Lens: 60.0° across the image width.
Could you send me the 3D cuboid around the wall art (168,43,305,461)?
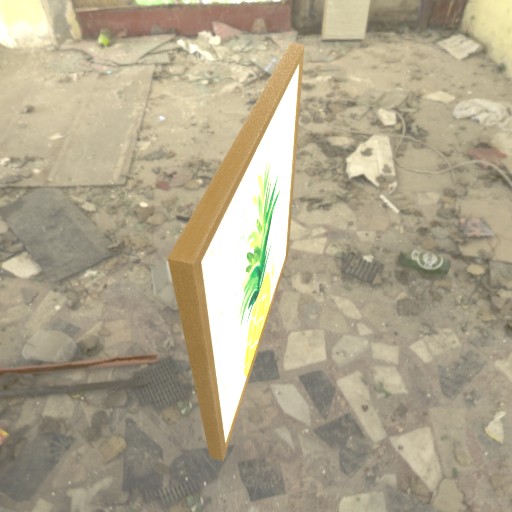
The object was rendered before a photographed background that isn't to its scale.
[{"bbox_3d":[0.000,0.000,1.126,0.037,0.760,0.762,11,48,11],"label":"wall art"}]
